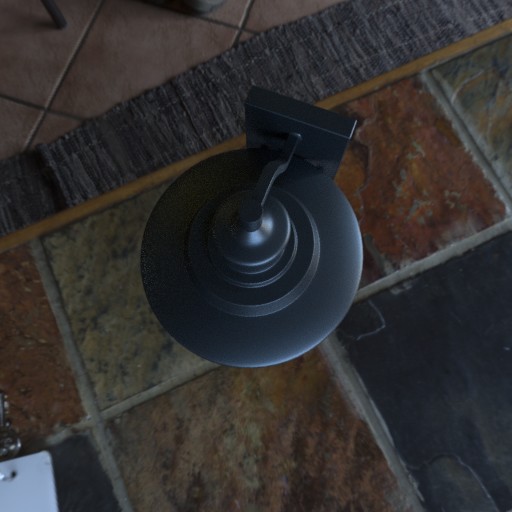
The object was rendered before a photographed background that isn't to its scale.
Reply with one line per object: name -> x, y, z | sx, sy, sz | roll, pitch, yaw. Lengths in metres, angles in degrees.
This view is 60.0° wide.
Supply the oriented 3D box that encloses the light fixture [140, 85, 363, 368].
light fixture -> 0.000, 0.000, 0.504 | 0.222, 0.345, 0.252 | 21, 76, 5
